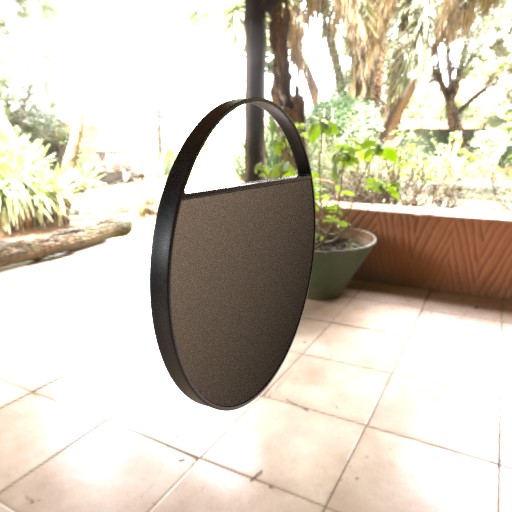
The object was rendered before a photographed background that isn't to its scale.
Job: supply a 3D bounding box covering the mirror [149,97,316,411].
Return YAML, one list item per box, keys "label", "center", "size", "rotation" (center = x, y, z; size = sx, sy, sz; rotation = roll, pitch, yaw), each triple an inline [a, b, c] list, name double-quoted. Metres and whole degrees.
- label: "mirror"
  center: [0.000, 0.000, 0.841]
  size: [0.032, 0.565, 0.565]
  rotation: [7, 15, 27]
